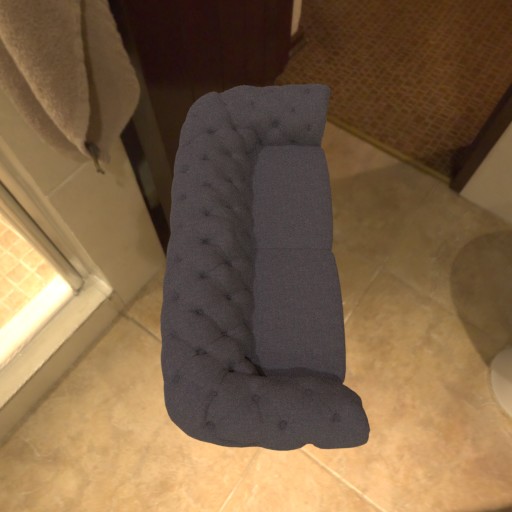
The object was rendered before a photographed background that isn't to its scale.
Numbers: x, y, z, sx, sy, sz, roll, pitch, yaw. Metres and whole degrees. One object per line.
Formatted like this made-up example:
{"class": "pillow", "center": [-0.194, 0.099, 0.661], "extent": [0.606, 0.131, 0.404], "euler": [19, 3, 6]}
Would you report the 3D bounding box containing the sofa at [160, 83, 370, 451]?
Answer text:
{"class": "sofa", "center": [0.000, 0.000, 2.862], "extent": [1.046, 0.836, 2.335], "euler": [0, 64, 0]}
